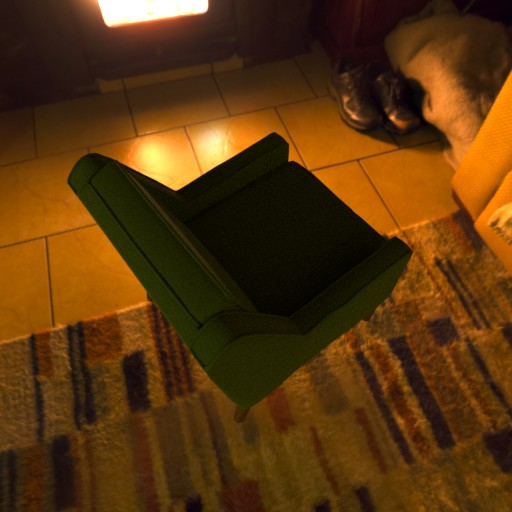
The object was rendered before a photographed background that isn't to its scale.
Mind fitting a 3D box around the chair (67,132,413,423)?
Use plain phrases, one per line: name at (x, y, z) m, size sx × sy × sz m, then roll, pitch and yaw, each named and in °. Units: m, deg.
chair at (0.000, 0.000, 1.399) m, size 0.743 × 0.792 × 0.663 m, roll -33°, pitch 63°, yaw -19°
